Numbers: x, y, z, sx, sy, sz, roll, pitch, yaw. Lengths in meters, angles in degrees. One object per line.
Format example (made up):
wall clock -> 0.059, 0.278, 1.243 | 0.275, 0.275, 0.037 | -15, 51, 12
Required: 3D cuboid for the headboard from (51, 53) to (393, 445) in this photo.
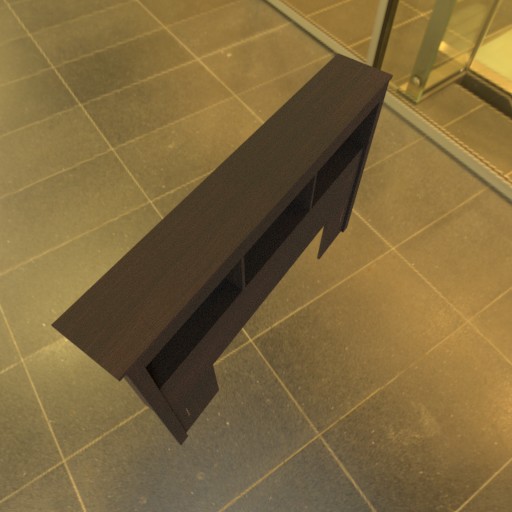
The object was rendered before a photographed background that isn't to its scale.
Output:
headboard -> 0.000, 0.000, 2.084 | 0.279, 1.092, 1.671 | 31, 62, 19
